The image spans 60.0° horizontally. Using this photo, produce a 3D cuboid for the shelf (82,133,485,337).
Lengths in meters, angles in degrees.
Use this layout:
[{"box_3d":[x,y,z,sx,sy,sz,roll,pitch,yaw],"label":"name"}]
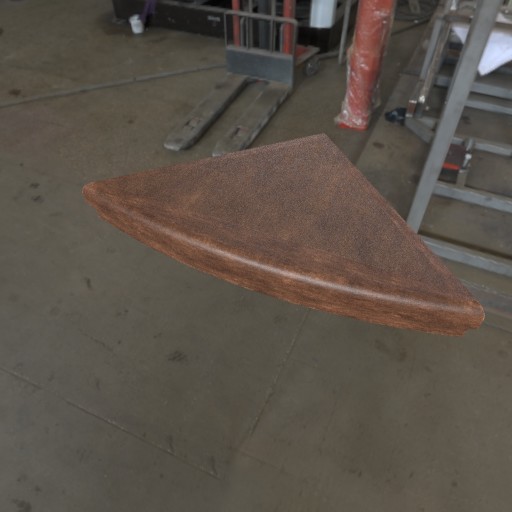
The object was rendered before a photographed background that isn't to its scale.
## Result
[{"box_3d":[0.000,0.000,0.458,0.310,0.050,0.310,-15,48,-14],"label":"shelf"}]
